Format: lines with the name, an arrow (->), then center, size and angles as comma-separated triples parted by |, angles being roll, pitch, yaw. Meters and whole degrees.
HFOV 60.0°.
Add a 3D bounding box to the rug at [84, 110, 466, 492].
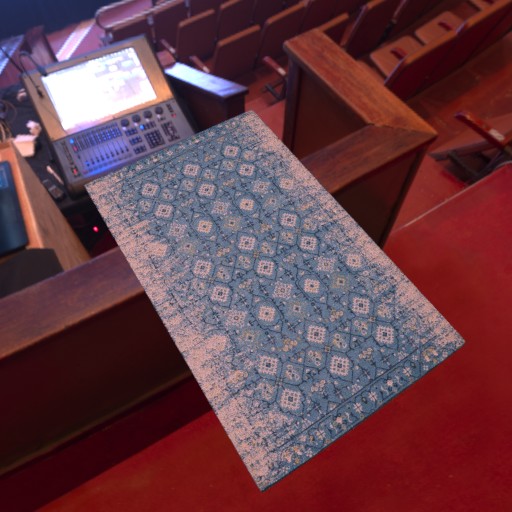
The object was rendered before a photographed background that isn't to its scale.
rug -> 0.000, 0.000, 2.211 | 1.102, 0.008, 1.795 | -29, 64, -16
